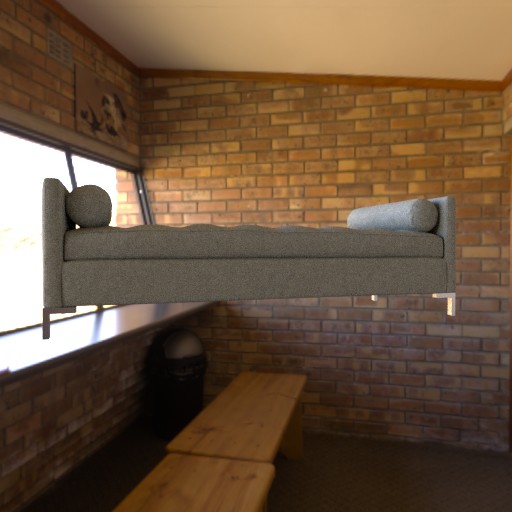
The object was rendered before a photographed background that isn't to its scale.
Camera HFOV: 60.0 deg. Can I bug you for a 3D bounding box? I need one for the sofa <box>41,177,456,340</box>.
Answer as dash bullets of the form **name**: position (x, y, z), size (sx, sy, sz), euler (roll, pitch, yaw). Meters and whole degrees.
- **sofa**: position (0.000, 0.000, 2.481), size (2.102, 0.657, 0.797), euler (0, 1, -18)
